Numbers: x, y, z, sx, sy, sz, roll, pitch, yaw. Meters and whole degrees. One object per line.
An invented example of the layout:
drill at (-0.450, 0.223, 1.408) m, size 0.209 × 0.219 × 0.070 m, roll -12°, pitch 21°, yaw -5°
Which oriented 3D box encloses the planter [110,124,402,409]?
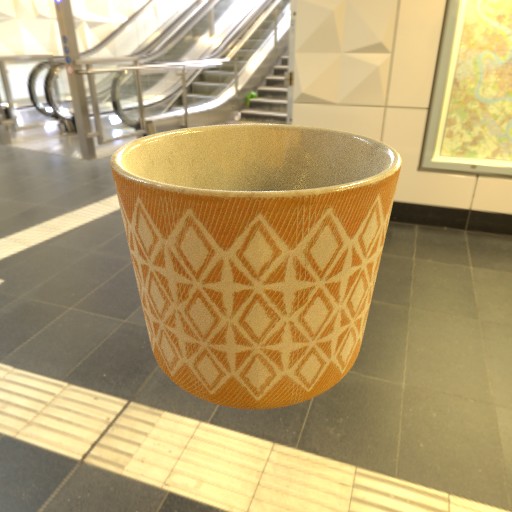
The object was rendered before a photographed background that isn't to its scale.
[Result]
planter at (0.000, 0.000, 0.341) m, size 0.193 × 0.165 × 0.193 m, roll 0°, pitch 27°, yaw 0°
